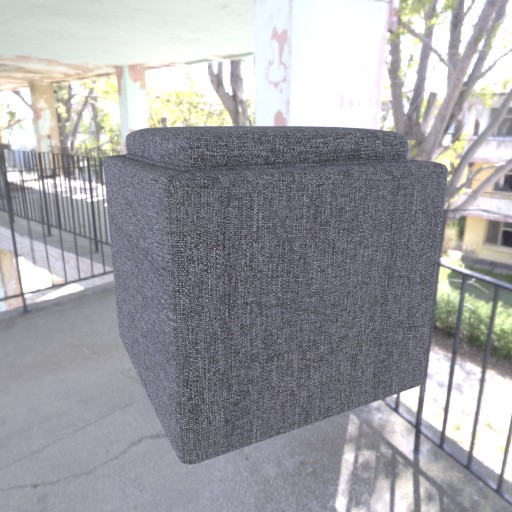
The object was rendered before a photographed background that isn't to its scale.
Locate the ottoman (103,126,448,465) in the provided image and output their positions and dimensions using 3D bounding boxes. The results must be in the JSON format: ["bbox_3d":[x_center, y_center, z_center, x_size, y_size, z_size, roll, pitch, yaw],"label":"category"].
[{"bbox_3d":[0.000,0.000,0.817,0.450,0.460,0.450,-8,18,-26],"label":"ottoman"}]
